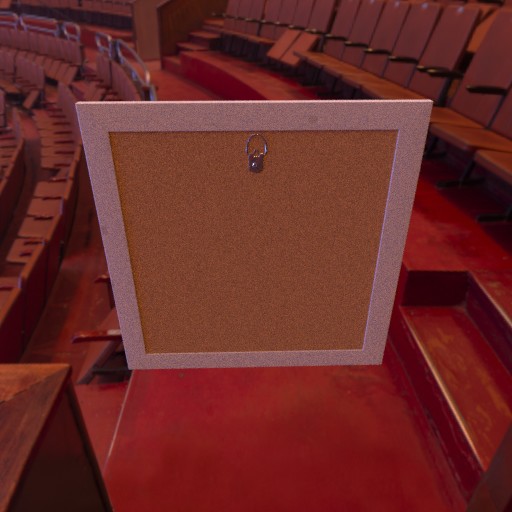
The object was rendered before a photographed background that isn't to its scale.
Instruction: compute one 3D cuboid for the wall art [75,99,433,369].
[{"bbox_3d":[0.000,0.000,0.860,0.572,0.577,0.015,-1,31,-1],"label":"wall art"}]
